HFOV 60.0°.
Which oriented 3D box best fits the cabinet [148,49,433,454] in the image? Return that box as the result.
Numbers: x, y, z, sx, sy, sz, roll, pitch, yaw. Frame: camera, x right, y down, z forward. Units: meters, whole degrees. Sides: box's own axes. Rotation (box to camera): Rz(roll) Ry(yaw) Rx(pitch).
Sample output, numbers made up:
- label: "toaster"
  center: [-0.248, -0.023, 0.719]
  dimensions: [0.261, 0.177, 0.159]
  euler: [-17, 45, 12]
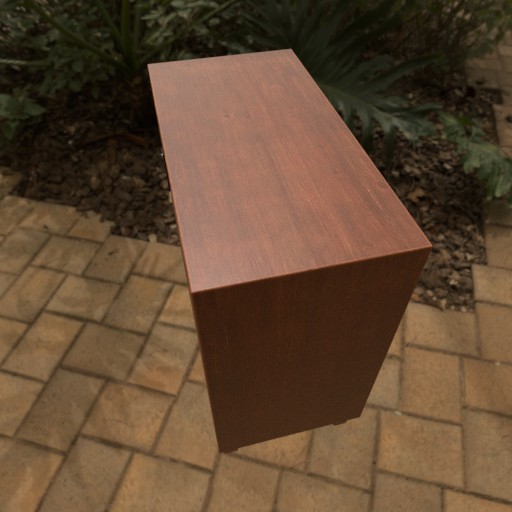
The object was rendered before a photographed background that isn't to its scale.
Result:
- label: "cabinet"
  center: [0.000, 0.000, 1.248]
  dimensions: [0.412, 0.785, 0.796]
  euler: [-10, 48, -9]
